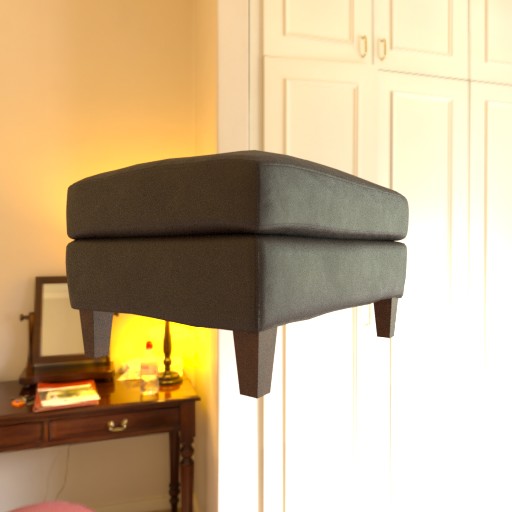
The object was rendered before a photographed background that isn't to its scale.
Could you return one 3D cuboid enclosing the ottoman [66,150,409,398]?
[{"bbox_3d":[0.000,0.000,1.307,0.659,0.529,0.887,0,1,36],"label":"ottoman"}]
